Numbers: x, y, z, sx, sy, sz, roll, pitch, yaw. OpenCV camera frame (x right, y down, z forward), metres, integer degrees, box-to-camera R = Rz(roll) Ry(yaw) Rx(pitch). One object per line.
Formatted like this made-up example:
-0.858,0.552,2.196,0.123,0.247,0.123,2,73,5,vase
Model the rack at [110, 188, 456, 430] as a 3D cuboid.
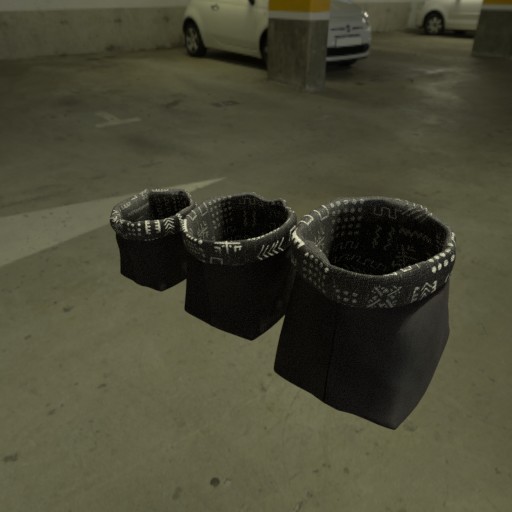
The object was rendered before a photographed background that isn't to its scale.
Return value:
0.000,0.000,1.082,0.905,0.323,0.379,19,36,29,rack
